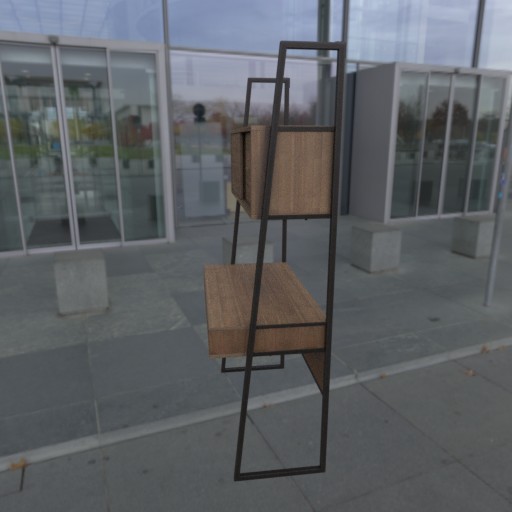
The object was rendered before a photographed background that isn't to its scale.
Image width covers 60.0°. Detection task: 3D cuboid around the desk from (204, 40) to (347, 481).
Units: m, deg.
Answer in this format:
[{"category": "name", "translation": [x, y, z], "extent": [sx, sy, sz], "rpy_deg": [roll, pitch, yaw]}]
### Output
[{"category": "desk", "translation": [0.000, 0.000, 2.232], "extent": [0.515, 1.809, 0.982], "rpy_deg": [-2, 15, -8]}]
